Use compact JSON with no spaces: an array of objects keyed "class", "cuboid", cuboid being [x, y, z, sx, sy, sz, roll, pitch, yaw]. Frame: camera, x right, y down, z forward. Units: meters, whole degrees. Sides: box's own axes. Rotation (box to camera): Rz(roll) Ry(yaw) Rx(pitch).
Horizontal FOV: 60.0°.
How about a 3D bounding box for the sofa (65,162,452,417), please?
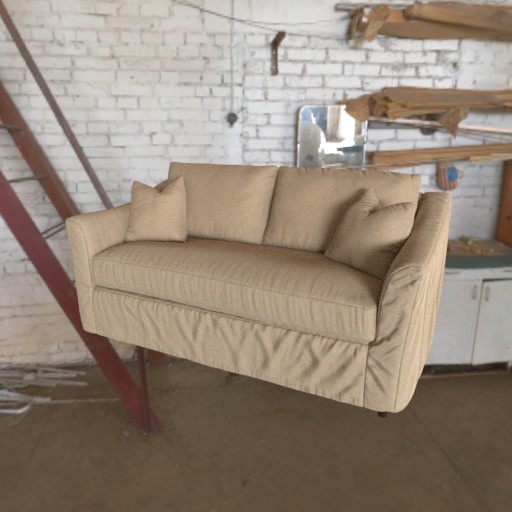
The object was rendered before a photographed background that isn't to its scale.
[{"class":"sofa","cuboid":[0.000,0.000,2.624,2.010,1.018,1.072,8,17,27]}]
